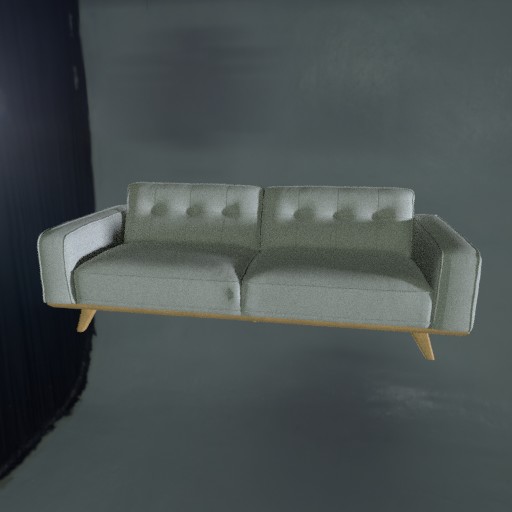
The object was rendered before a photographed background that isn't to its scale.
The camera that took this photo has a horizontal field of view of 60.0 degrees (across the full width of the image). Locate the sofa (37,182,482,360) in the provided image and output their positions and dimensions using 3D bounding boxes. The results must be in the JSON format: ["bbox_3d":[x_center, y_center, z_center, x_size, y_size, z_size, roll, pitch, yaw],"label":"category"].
[{"bbox_3d":[0.000,0.000,2.672,2.270,0.781,0.956,3,16,9],"label":"sofa"}]
